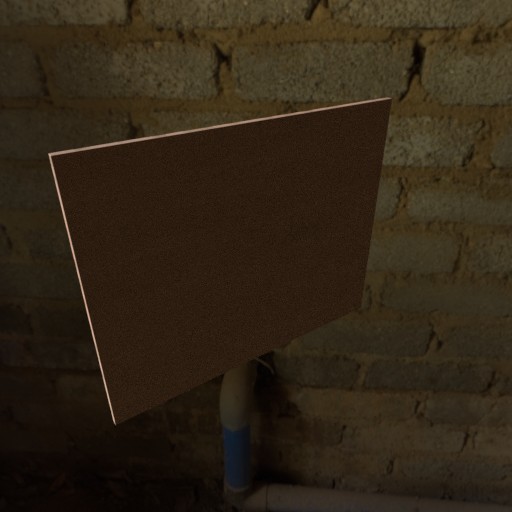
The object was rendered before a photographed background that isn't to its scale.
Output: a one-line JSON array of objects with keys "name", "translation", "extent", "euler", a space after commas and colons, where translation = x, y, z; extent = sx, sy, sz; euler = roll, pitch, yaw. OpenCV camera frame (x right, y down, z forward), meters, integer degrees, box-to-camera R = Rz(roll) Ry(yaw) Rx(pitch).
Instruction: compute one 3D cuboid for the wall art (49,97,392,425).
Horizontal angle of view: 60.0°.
[{"name": "wall art", "translation": [0.000, 0.000, 0.677], "extent": [0.508, 0.408, 0.010], "euler": [-19, 36, -29]}]
